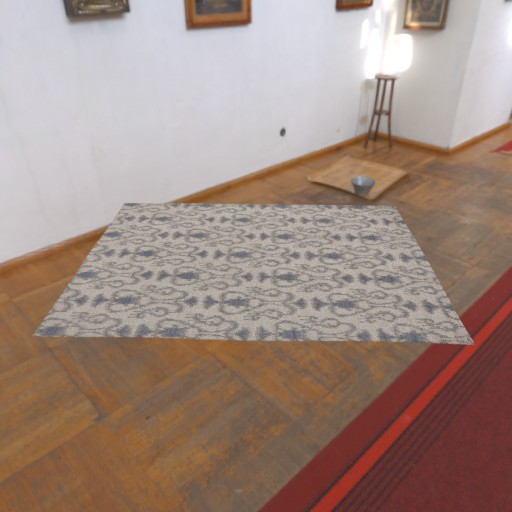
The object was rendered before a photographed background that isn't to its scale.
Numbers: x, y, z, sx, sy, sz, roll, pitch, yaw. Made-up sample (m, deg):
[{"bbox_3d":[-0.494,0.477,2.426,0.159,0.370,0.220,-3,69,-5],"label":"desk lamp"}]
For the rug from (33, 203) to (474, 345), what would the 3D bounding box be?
[{"bbox_3d":[0.000,0.000,2.973,2.261,0.013,1.676,1,31,1],"label":"rug"}]
